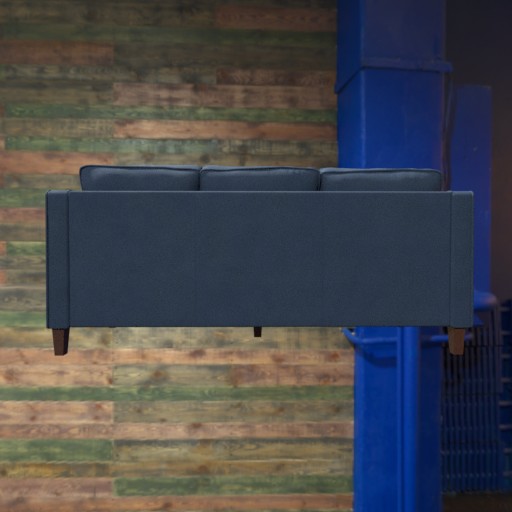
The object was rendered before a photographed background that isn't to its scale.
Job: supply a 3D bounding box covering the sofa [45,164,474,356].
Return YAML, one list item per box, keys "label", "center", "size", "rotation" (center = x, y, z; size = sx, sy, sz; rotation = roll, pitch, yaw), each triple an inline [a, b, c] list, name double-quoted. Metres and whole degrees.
- label: "sofa"
  center: [0.000, 0.000, 3.277]
  size: [2.317, 1.066, 1.858]
  rotation: [0, 0, -1]
